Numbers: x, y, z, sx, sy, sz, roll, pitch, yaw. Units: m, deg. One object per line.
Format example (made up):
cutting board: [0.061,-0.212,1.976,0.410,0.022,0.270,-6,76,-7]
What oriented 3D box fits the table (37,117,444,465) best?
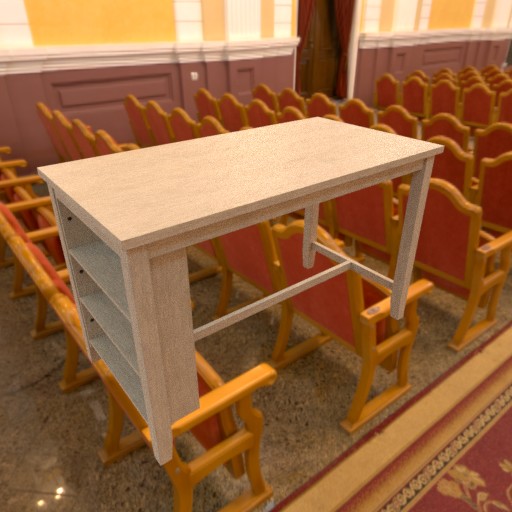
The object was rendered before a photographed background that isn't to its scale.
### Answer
table: [0.000,0.000,1.904,1.397,0.874,0.729,-21,35,-33]
